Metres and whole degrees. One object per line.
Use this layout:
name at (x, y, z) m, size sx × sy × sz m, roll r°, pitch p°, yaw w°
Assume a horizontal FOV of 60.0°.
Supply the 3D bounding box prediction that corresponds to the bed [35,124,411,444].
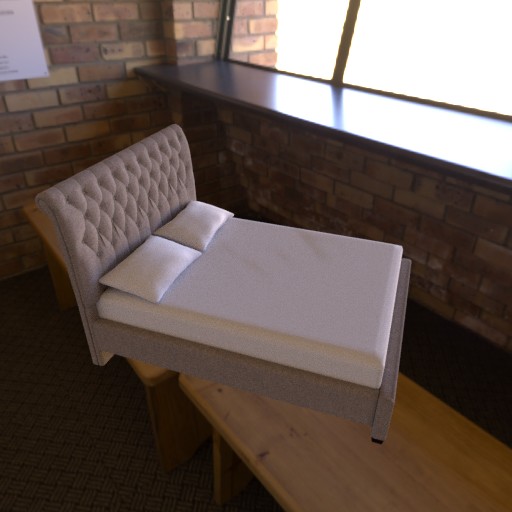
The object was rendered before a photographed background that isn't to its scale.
bed at (0.000, 0.000, 3.333) m, size 2.252 × 1.371 × 1.645 m, roll 11°, pitch 33°, yaw 17°
